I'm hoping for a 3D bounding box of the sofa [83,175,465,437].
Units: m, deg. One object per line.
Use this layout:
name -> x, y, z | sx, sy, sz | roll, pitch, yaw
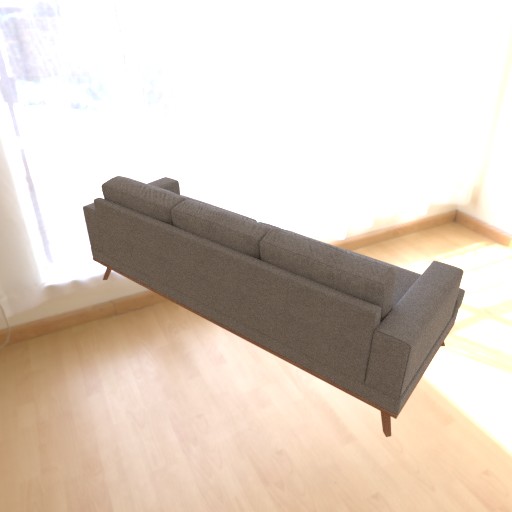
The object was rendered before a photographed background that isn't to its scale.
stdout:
sofa -> 0.000, 0.000, 2.793 | 2.310, 0.810, 0.920 | 21, 36, 32
